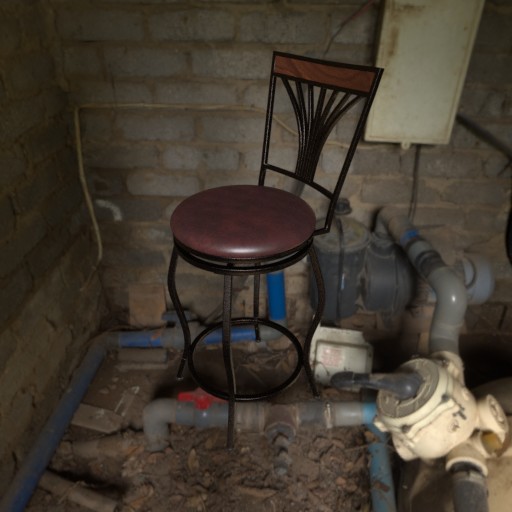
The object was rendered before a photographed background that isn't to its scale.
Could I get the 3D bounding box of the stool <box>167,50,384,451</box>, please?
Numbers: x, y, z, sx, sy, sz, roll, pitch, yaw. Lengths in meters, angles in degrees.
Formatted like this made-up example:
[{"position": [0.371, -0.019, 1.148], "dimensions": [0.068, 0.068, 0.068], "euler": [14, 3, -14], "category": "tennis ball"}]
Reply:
[{"position": [0.000, 0.000, 1.396], "dimensions": [0.514, 1.117, 0.433], "euler": [-20, 36, -29], "category": "stool"}]
